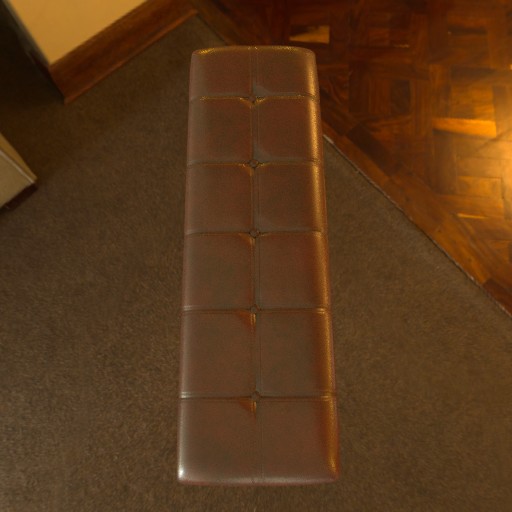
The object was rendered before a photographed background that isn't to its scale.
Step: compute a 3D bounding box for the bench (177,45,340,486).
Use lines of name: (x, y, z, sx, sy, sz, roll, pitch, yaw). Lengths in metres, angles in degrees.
bench: (0.000, 0.000, 1.423, 0.401, 0.491, 1.259, -1, 74, 0)
